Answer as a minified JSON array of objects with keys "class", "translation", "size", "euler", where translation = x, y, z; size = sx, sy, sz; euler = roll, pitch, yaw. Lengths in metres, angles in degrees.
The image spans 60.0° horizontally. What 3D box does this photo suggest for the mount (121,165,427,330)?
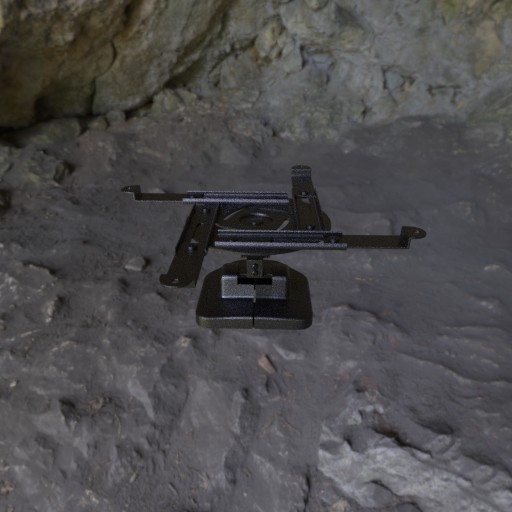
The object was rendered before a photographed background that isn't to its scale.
[{"class":"mount","translation":[0.000,0.000,0.607],"size":[0.394,0.141,0.394],"euler":[1,28,2]}]
